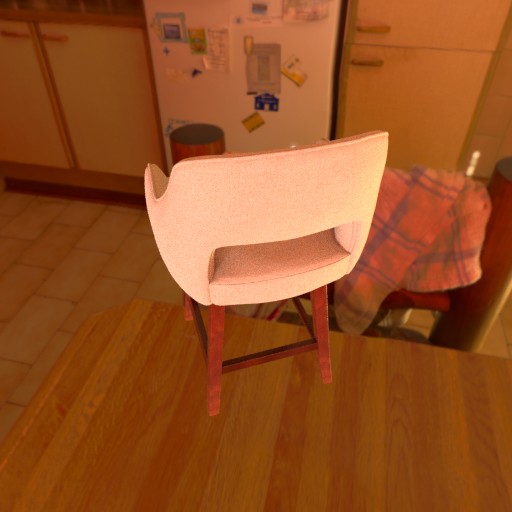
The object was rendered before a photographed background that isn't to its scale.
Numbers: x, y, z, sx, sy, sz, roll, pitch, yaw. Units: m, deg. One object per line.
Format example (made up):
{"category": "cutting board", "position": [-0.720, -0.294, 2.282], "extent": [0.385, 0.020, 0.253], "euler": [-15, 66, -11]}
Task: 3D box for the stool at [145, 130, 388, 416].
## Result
{"category": "stool", "position": [0.000, 0.000, 1.284], "extent": [0.550, 0.936, 0.560], "euler": [-12, 42, -13]}
